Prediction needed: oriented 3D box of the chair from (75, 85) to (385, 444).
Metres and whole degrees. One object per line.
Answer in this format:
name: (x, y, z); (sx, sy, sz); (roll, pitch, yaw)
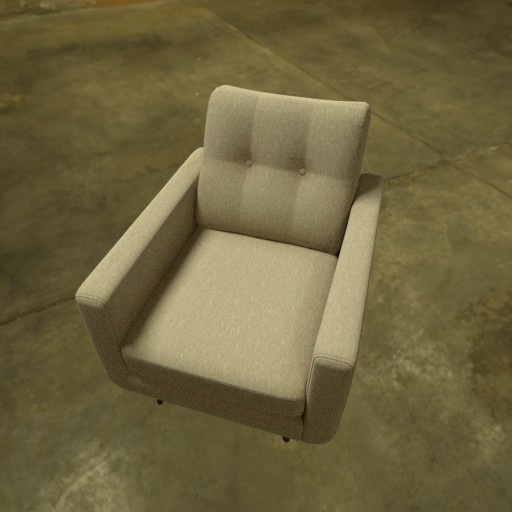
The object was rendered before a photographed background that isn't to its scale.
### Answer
chair: (0.000, 0.000, 1.784); (0.897, 0.965, 1.128); (12, 44, 13)
